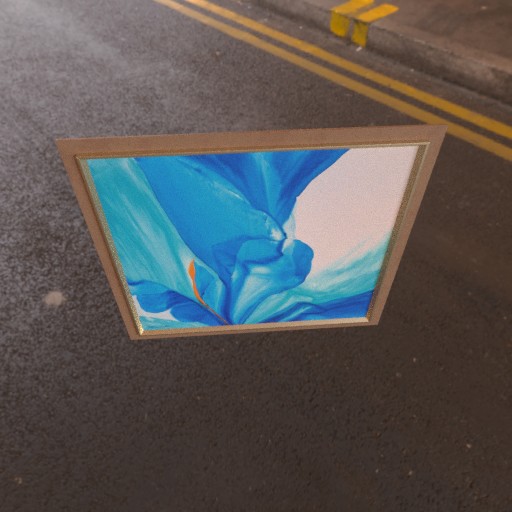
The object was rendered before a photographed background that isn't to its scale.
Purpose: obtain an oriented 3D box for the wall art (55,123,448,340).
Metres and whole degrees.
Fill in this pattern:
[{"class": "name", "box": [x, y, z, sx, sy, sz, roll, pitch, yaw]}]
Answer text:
[{"class": "wall art", "box": [0.000, 0.000, 1.702, 1.168, 1.067, 0.025, -3, 47, -3]}]
